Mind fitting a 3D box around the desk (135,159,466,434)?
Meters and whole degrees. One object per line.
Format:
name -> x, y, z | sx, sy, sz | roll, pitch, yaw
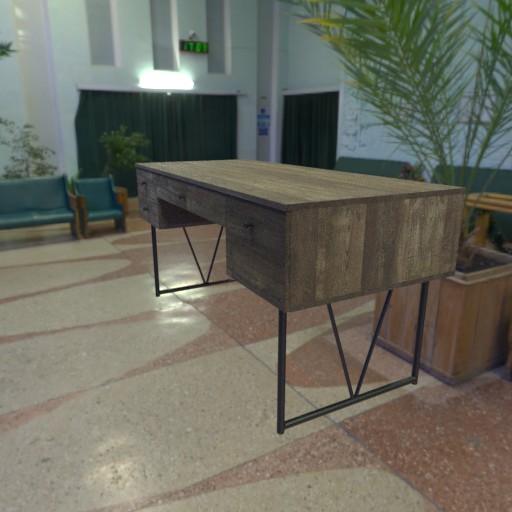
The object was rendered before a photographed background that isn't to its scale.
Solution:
desk -> 0.000, 0.000, 2.096 | 0.730, 0.780, 1.600 | -9, 18, -27
